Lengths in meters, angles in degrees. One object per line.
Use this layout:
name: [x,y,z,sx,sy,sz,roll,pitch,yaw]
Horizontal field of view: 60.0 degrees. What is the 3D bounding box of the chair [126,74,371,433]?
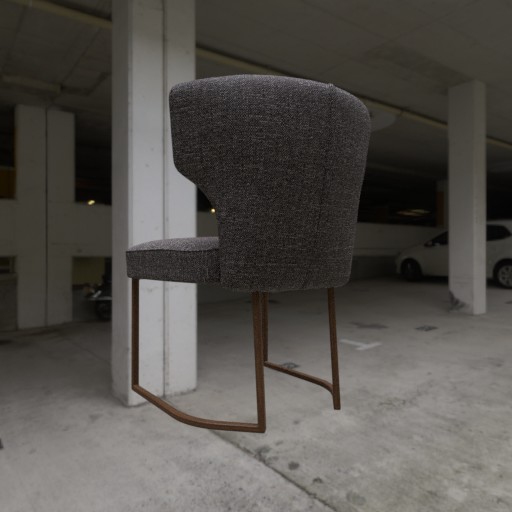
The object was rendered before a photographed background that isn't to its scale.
chair: [0.000,0.000,1.271,0.611,0.824,0.617,0,0,-36]
